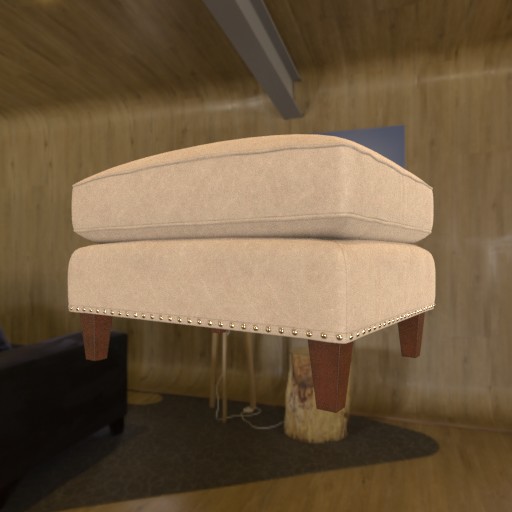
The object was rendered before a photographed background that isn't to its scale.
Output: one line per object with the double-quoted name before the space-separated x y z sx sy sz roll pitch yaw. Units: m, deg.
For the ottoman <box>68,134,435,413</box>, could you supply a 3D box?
"ottoman" 0.000 0.000 1.120 0.741 0.513 0.584 0 0 35
